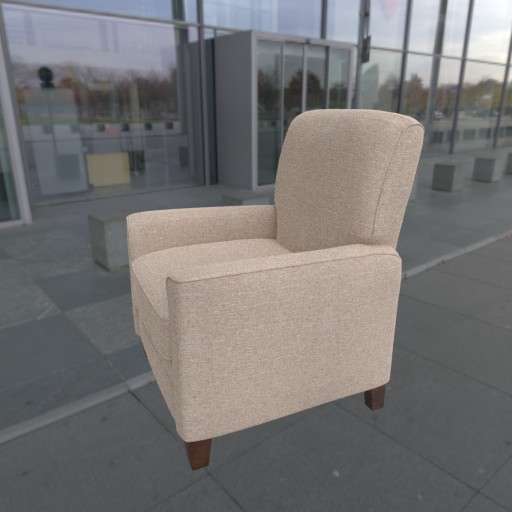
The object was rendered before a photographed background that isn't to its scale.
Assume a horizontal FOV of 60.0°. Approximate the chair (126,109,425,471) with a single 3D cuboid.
[{"bbox_3d":[0.000,0.000,1.637,0.858,1.028,0.841,-8,20,-23],"label":"chair"}]
